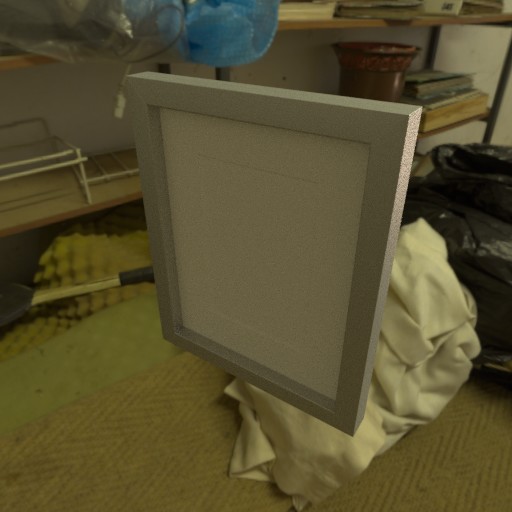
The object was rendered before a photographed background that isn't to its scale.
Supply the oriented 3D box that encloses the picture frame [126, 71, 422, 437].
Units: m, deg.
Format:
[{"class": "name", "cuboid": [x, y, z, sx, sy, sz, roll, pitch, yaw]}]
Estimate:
[{"class": "picture frame", "cuboid": [0.000, 0.000, 0.391, 0.233, 0.282, 0.036, 19, 36, 29]}]
